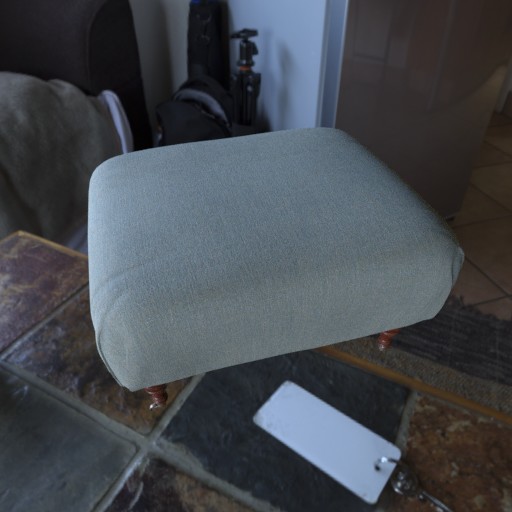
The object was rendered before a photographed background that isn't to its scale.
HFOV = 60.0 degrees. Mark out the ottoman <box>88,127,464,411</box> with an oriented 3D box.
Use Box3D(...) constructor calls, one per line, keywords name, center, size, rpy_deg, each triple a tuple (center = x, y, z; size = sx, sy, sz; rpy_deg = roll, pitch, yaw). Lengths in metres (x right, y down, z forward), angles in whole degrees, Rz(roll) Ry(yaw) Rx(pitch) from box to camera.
Box3D(name="ottoman", center=(0.000, 0.000, 1.101), size=(0.747, 0.450, 0.622), rpy_deg=(-11, 41, -13))
